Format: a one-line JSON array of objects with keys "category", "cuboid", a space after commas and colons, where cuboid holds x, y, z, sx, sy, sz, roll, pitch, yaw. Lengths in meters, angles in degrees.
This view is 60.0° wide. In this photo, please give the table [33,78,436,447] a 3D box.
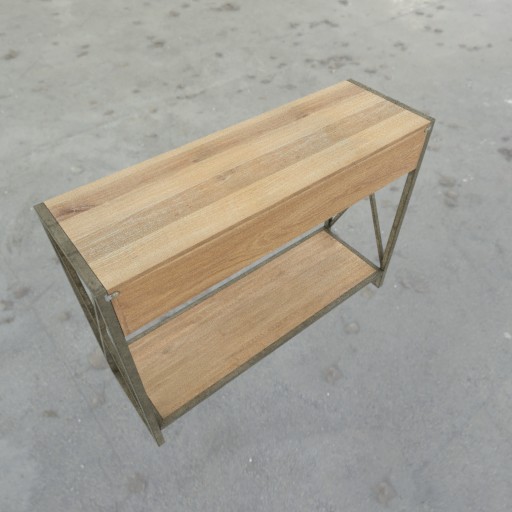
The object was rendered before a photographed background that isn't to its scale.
[{"category": "table", "cuboid": [0.000, 0.000, 1.440, 1.059, 0.763, 0.361, -30, 53, -25]}]
